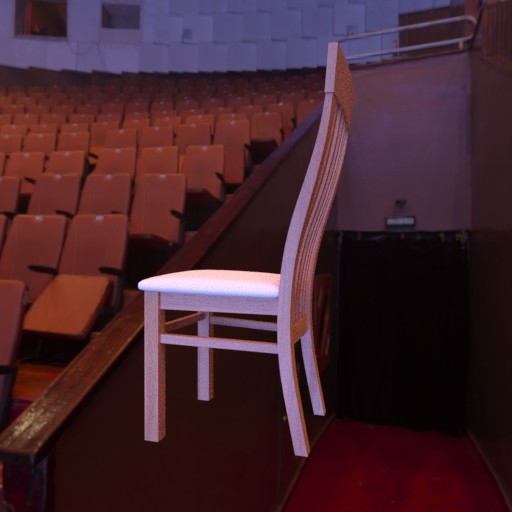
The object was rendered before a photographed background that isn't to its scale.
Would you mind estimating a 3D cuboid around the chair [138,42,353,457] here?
[{"bbox_3d":[0.000,0.000,1.380,0.580,1.050,0.450,0,0,17],"label":"chair"}]
